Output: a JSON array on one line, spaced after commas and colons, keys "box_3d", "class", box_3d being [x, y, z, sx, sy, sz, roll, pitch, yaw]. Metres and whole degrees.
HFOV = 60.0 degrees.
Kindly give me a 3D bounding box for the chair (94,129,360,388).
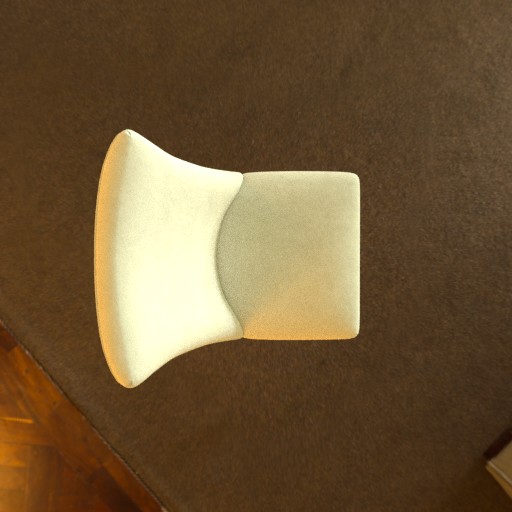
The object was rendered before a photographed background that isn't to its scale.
[{"box_3d": [0.000, 0.000, 1.249, 0.610, 0.902, 0.495, 0, 91, -1], "class": "chair"}]
